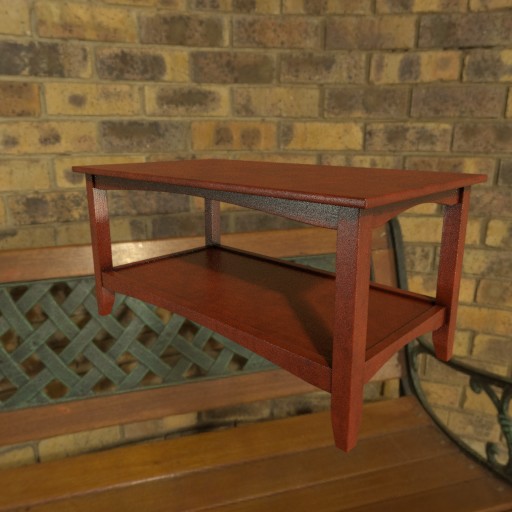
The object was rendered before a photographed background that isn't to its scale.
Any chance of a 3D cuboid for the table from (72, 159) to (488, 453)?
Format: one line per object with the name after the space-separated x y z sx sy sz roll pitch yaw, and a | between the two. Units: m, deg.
0.000 0.000 1.190 0.943 0.456 0.533 14 21 42 | table
